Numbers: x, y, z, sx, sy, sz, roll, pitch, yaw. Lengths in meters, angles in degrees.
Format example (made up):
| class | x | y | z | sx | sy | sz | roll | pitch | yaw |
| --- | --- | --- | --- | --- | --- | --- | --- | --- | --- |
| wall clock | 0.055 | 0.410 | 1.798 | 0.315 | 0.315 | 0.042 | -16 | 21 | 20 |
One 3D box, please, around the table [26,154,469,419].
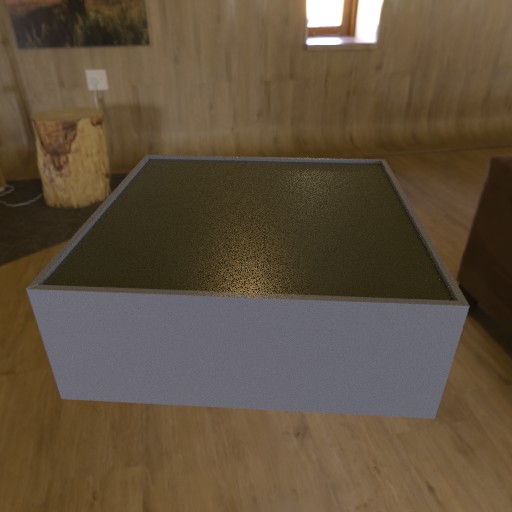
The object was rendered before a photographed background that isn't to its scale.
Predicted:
| class | x | y | z | sx | sy | sz | roll | pitch | yaw |
| --- | --- | --- | --- | --- | --- | --- | --- | --- | --- |
| table | 0.000 | 0.000 | 1.217 | 0.801 | 0.299 | 0.801 | 2 | 31 | 3 |
